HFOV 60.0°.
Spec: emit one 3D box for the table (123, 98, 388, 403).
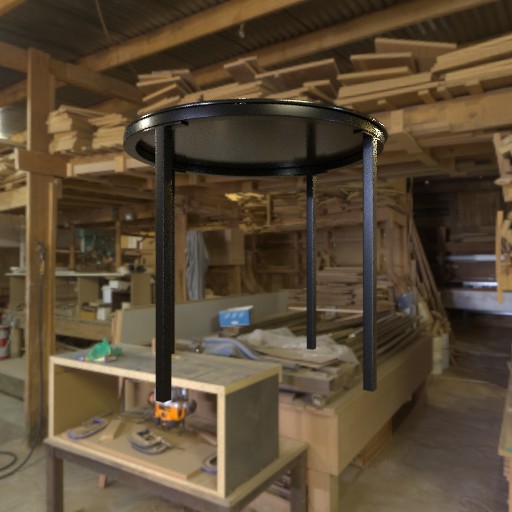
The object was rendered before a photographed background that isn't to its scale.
[{"bbox_3d":[0.000,0.000,0.872,0.499,0.443,0.499,0,0,0],"label":"table"}]
